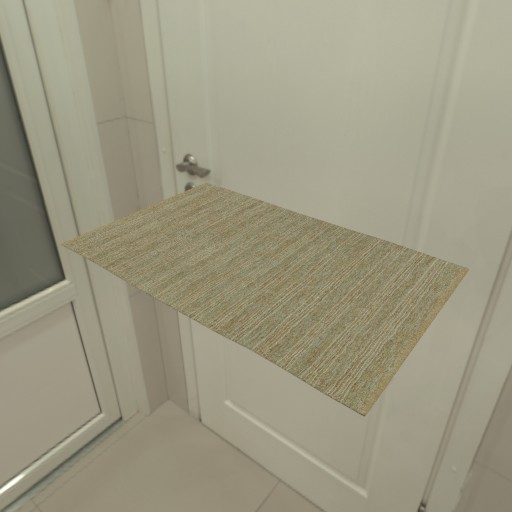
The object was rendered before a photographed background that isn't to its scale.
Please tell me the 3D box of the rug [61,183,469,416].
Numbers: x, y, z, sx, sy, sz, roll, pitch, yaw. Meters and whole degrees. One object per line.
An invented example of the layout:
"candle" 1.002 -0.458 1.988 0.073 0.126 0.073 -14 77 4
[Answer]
"rug" 0.000 0.000 3.113 2.448 0.012 1.540 22 38 32
